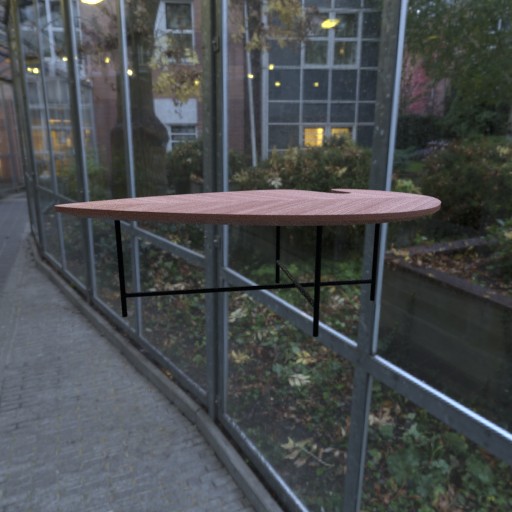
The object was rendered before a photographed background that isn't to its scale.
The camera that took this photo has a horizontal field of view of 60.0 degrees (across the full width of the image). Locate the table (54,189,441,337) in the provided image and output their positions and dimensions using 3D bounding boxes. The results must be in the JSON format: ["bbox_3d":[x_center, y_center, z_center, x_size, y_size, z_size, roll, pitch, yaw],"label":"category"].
[{"bbox_3d":[0.000,0.000,1.444,1.199,0.360,0.598,-3,15,-10],"label":"table"}]
